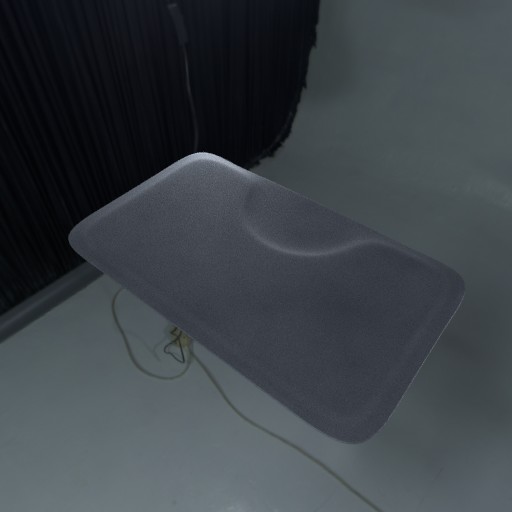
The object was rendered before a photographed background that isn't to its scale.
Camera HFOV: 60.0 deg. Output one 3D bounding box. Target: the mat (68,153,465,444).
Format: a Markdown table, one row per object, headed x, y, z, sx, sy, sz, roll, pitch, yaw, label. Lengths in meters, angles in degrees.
| x | y | z | sx | sy | sz | roll | pitch | yaw | label |
| --- | --- | --- | --- | --- | --- | --- | --- | --- | --- |
| 0.000 | 0.000 | 1.856 | 1.524 | 0.013 | 0.918 | 30 | 53 | 26 | mat |
